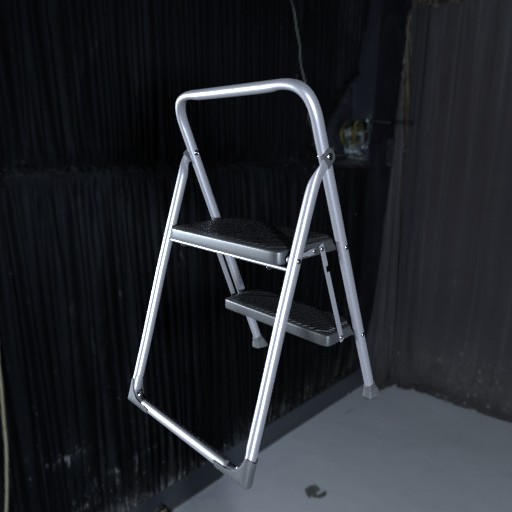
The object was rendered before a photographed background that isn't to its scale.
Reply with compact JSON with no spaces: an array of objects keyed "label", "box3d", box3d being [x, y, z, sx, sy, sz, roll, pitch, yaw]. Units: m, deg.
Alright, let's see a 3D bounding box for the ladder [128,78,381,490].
[{"label":"ladder","box3d":[0.000,0.000,1.009,0.472,0.720,0.430,-14,20,-43]}]
